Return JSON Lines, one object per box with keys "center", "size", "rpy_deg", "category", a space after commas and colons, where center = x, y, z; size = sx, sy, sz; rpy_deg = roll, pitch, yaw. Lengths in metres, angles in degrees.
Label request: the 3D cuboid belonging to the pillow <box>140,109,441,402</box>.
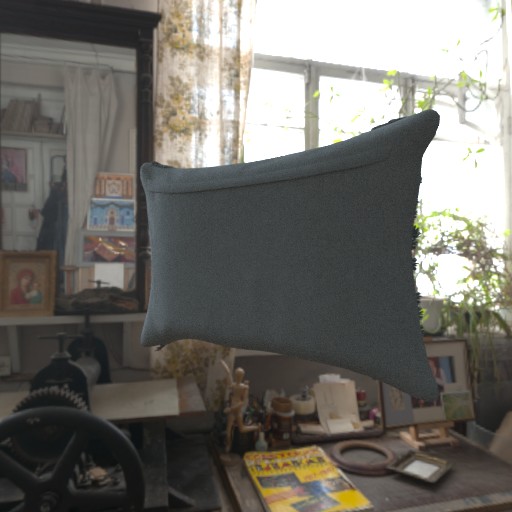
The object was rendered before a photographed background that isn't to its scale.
{"center": [0.000, 0.000, 0.588], "size": [0.466, 0.305, 0.084], "rpy_deg": [0, -1, 36], "category": "pillow"}
